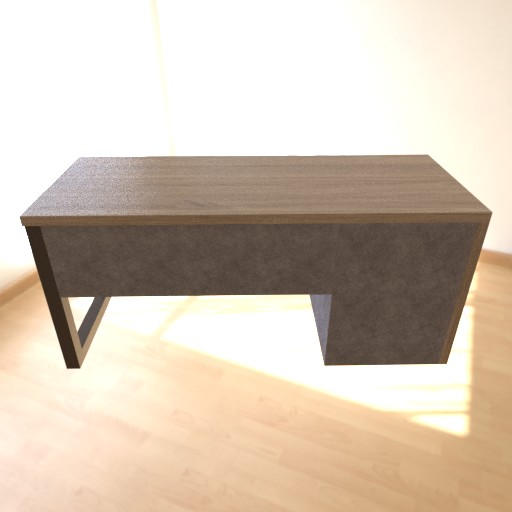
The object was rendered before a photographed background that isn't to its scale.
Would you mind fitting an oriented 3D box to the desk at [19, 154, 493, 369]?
[{"bbox_3d":[0.000,0.000,2.080,1.700,0.760,0.690,-1,31,-1],"label":"desk"}]
